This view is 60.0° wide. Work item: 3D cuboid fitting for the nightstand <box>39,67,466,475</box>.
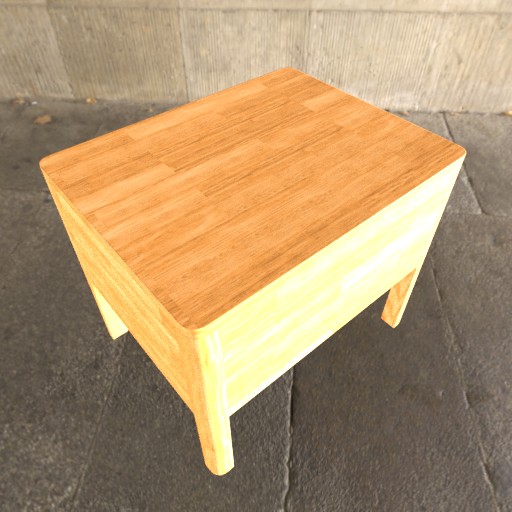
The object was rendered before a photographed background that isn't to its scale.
[{"bbox_3d":[0.000,0.000,0.891,0.560,0.470,0.440,-31,54,-27],"label":"nightstand"}]
